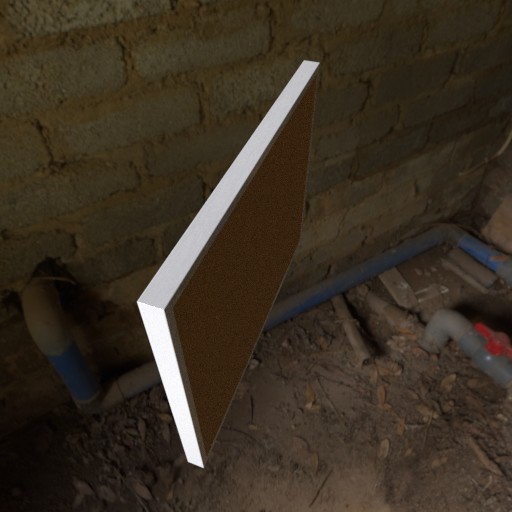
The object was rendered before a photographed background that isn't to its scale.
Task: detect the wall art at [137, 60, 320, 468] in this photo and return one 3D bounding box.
[{"bbox_3d":[0.000,0.000,1.376,0.053,0.787,1.041,15,48,14],"label":"wall art"}]
